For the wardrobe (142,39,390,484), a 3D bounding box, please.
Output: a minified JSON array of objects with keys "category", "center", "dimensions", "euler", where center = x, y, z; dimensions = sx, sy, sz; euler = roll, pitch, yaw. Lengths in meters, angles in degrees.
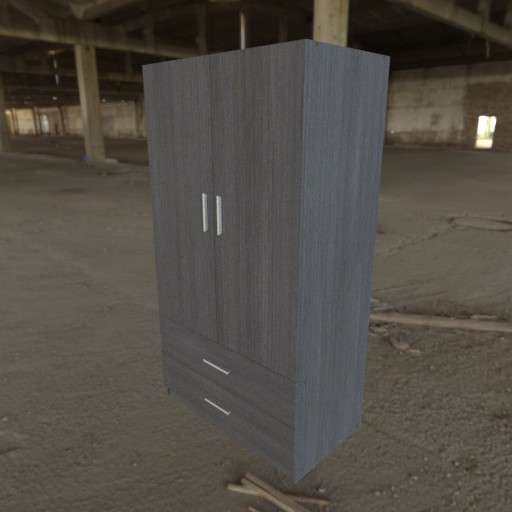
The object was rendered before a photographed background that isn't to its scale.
[{"category":"wardrobe","center":[0.000,0.000,2.227],"dimensions":[0.991,1.808,0.577],"euler":[16,23,42]}]
